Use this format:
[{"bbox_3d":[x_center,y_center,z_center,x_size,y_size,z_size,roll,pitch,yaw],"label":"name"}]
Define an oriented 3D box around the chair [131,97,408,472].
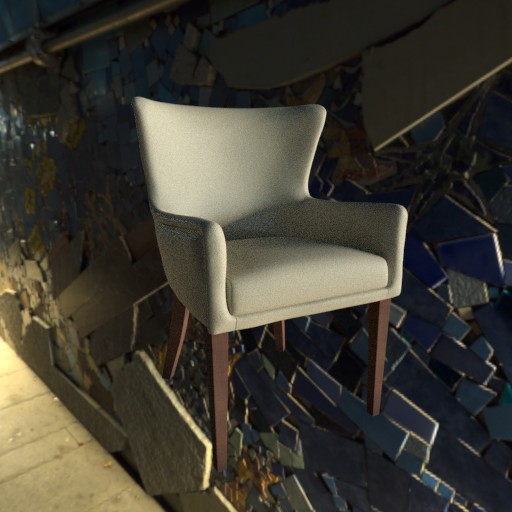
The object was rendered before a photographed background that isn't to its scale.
[{"bbox_3d":[0.000,0.000,1.395,0.660,0.952,0.686,-7,16,-27],"label":"chair"}]
